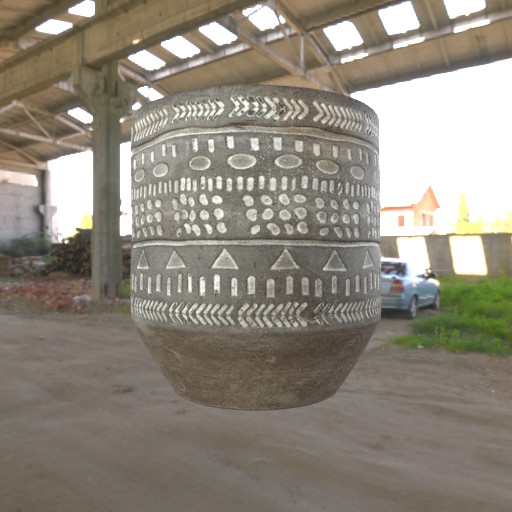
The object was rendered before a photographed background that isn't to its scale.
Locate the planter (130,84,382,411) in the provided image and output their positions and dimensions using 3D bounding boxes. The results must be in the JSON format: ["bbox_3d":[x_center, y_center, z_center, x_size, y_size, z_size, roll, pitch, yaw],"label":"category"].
[{"bbox_3d":[0.000,0.000,0.223,0.122,0.128,0.122,0,0,0],"label":"planter"}]
